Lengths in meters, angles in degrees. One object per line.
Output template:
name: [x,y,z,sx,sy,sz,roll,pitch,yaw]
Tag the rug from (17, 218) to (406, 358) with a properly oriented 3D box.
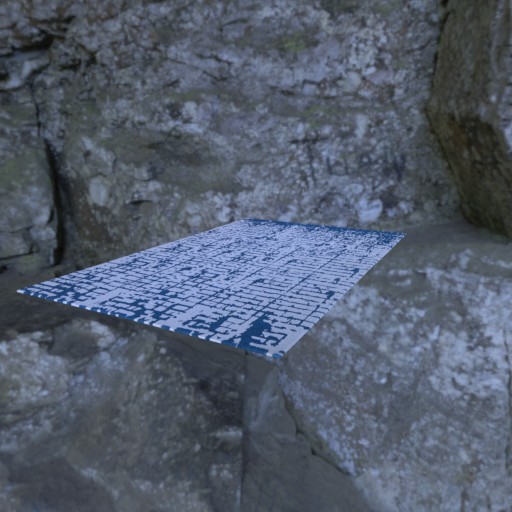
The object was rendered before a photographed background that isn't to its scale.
rug: [0.000,0.000,2.992,1.517,0.011,2.435,8,17,27]
